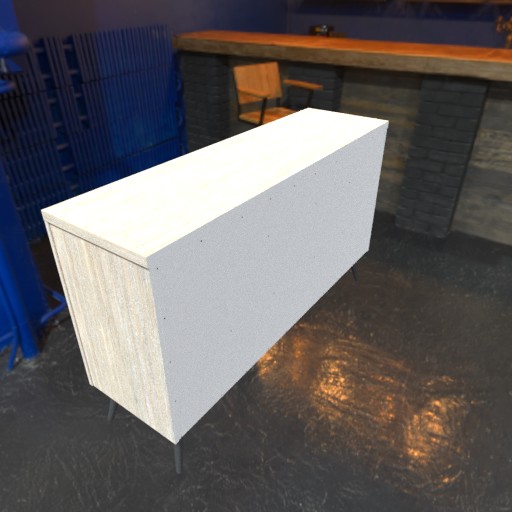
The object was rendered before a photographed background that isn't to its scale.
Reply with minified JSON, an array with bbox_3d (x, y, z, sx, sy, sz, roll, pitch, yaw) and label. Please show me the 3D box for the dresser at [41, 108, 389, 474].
[{"bbox_3d":[0.000,0.000,1.933,0.457,0.914,1.524,21,37,30],"label":"dresser"}]
